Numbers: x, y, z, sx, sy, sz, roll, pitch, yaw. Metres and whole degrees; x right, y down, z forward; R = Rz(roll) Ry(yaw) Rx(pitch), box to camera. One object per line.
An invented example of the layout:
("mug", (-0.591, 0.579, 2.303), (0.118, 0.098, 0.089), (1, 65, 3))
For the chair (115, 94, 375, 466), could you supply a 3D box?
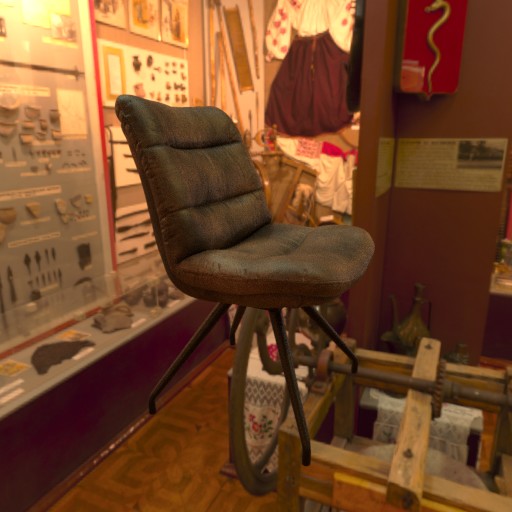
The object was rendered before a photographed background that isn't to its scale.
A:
("chair", (0.000, 0.000, 1.279), (0.622, 0.870, 0.549), (7, 17, 25))
